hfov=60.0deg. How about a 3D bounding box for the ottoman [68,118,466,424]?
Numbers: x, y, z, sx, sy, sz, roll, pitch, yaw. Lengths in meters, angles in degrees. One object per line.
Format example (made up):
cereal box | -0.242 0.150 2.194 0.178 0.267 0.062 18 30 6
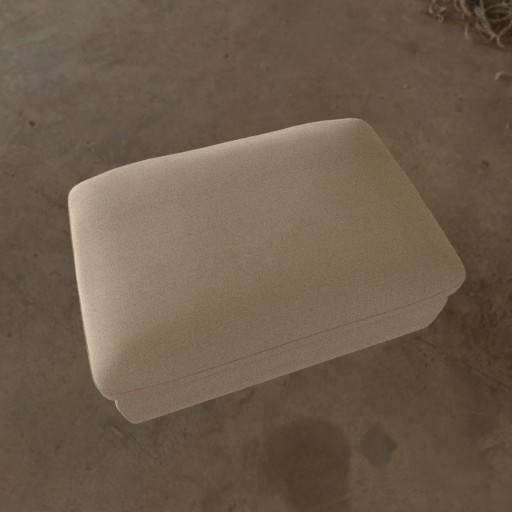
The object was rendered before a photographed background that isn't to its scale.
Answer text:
ottoman | 0.000 0.000 1.353 0.984 0.453 0.686 -16 59 -10
